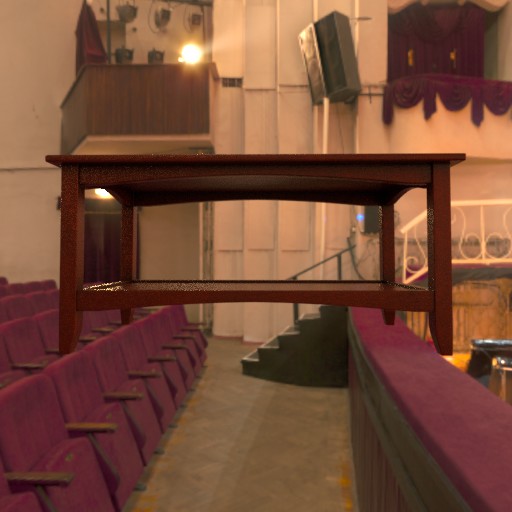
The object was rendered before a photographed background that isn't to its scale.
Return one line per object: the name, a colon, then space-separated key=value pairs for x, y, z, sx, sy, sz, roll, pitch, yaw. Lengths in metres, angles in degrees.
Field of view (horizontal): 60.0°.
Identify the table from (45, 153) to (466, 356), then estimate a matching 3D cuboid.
table: x=0.000 y=0.000 z=1.256 sx=0.943 sy=0.456 sz=0.533 roll=0 pitch=0 yaw=1
